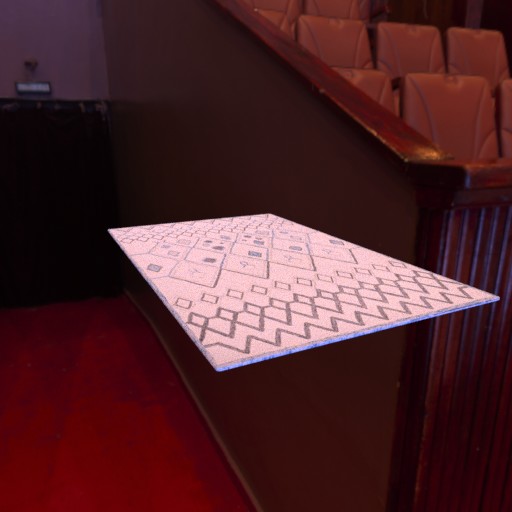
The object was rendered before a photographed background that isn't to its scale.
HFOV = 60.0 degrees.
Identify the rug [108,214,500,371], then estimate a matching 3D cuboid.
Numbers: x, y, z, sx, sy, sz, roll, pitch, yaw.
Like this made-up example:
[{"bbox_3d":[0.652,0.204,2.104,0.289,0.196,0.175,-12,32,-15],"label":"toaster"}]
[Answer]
[{"bbox_3d":[0.000,0.000,2.938,1.524,0.015,2.439,-8,18,-25],"label":"rug"}]
